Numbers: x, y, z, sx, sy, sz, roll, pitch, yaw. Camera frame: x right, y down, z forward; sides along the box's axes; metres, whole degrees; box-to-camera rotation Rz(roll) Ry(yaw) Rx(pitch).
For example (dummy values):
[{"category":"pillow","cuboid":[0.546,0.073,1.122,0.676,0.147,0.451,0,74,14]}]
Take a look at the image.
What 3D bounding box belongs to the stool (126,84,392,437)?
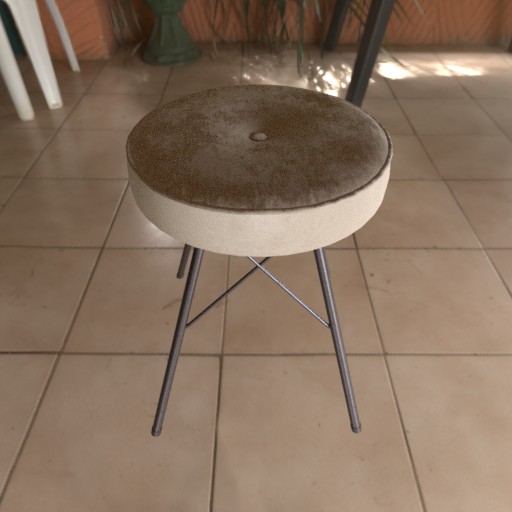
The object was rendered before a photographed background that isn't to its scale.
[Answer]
[{"category":"stool","cuboid":[0.000,0.000,0.860,0.423,0.538,0.457,-1,42,-1]}]
